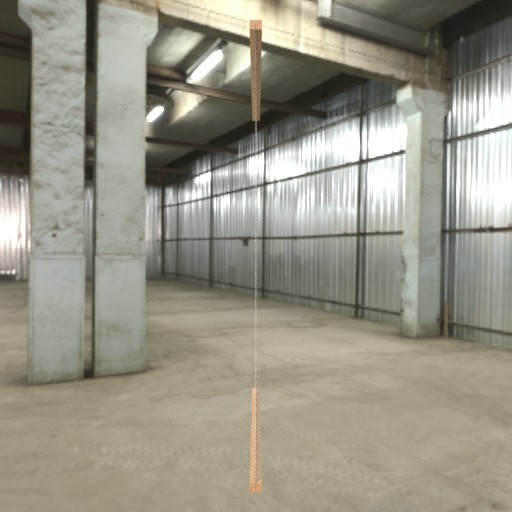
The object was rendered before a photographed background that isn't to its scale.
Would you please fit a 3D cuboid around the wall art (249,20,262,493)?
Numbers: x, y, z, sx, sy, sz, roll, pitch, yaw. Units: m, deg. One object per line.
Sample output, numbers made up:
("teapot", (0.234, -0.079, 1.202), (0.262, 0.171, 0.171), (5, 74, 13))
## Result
("wall art", (0.000, 0.000, 0.773), (0.016, 0.611, 0.401), (0, 1, 0))
